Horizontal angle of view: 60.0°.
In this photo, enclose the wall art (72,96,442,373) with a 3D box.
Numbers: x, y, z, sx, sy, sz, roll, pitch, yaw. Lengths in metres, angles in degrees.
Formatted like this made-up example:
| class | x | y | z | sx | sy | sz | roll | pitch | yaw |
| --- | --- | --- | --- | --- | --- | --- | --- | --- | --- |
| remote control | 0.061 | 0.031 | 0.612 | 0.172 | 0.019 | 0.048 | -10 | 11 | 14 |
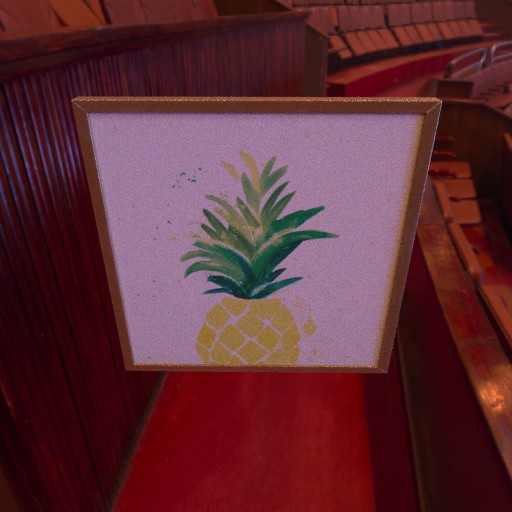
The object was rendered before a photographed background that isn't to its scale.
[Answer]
| class | x | y | z | sx | sy | sz | roll | pitch | yaw |
| --- | --- | --- | --- | --- | --- | --- | --- | --- | --- |
| wall art | 0.000 | 0.000 | 1.117 | 0.762 | 0.760 | 0.037 | 0 | 30 | 1 |
